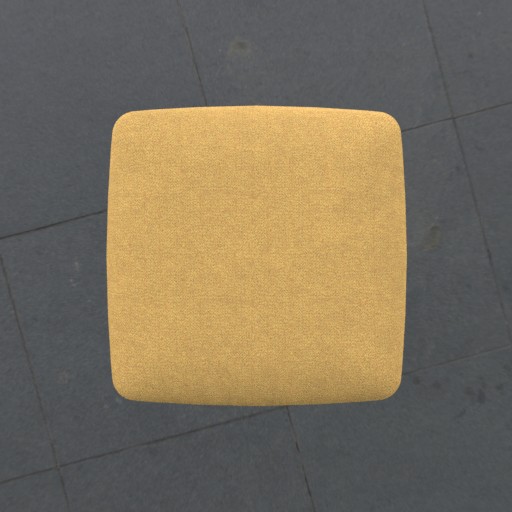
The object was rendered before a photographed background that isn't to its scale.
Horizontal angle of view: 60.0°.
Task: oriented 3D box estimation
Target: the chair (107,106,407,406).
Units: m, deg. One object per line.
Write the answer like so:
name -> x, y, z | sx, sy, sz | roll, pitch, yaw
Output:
chair -> 0.000, 0.000, 0.692 | 0.350, 0.440, 0.350 | 0, 90, 0
